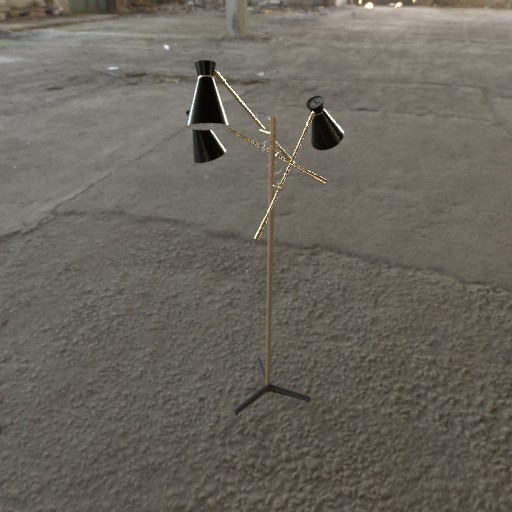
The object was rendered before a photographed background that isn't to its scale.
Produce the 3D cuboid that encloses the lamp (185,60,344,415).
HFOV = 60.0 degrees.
[{"bbox_3d":[0.000,0.000,2.139,0.653,1.804,0.750,10,33,15],"label":"lamp"}]
